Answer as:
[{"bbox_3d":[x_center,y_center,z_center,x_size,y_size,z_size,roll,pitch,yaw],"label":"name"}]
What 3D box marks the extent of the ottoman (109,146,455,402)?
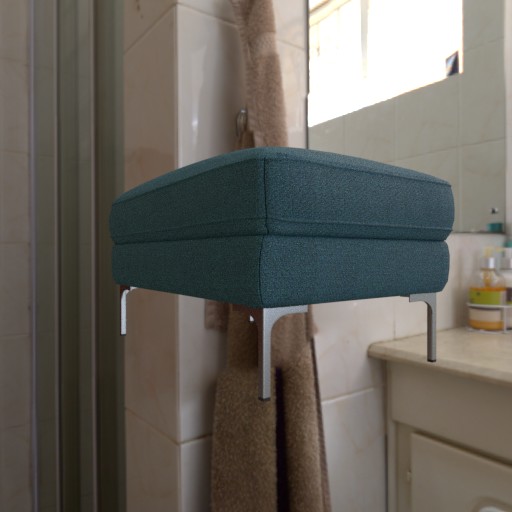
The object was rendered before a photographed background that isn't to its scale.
[{"bbox_3d":[0.000,0.000,1.214,0.563,0.498,0.856,0,0,-35],"label":"ottoman"}]
